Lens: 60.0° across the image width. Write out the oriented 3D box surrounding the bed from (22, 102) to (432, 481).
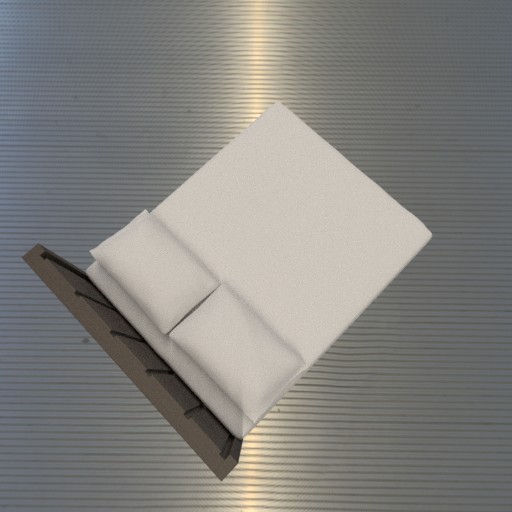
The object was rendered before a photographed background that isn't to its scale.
[{"bbox_3d":[0.000,0.000,3.311,2.242,1.270,1.727,-44,79,-11],"label":"bed"}]
